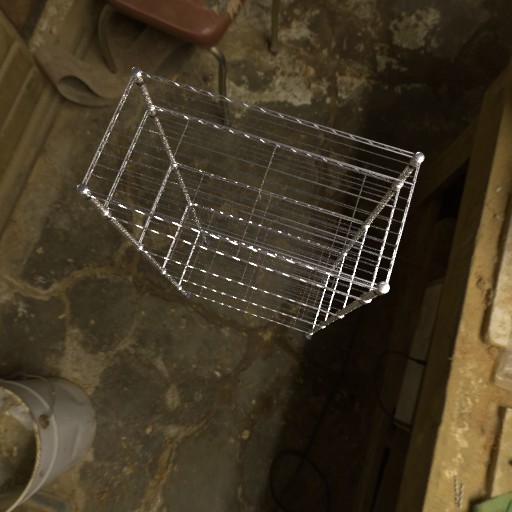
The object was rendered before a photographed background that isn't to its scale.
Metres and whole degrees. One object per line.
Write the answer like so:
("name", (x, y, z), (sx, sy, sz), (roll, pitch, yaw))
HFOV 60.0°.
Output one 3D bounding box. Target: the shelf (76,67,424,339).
("shelf", (0.000, 0.000, 1.797), (0.762, 1.587, 0.356), (18, 77, 4))
